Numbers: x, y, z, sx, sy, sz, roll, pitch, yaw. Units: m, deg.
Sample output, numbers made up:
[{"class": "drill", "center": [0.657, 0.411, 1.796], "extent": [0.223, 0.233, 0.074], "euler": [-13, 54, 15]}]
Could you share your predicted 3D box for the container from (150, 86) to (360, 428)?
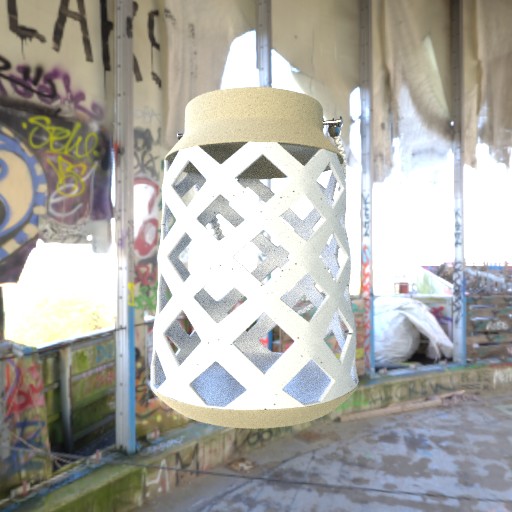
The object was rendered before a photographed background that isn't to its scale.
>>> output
[{"class": "container", "center": [0.000, 0.000, 0.412], "extent": [0.188, 0.264, 0.198], "euler": [0, 0, 17]}]
